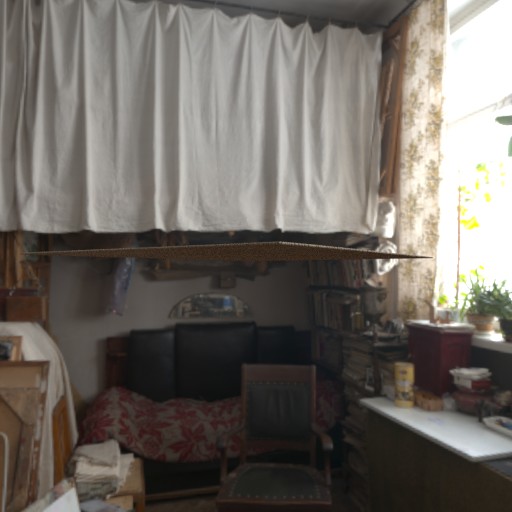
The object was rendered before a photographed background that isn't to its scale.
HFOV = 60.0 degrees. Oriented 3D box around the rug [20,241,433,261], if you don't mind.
[{"bbox_3d":[0.000,0.000,4.028,2.439,0.013,3.048,-1,-2,35],"label":"rug"}]
